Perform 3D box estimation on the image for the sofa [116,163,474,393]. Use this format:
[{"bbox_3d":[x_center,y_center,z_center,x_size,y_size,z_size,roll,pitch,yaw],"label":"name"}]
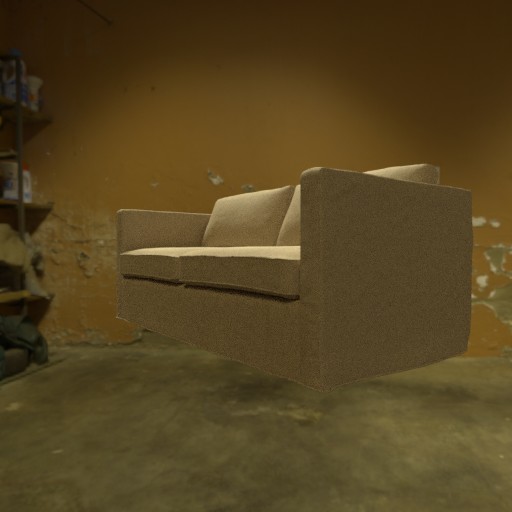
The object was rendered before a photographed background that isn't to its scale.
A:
[{"bbox_3d":[0.000,0.000,2.427,0.962,0.835,1.959,-1,1,-36],"label":"sofa"}]
